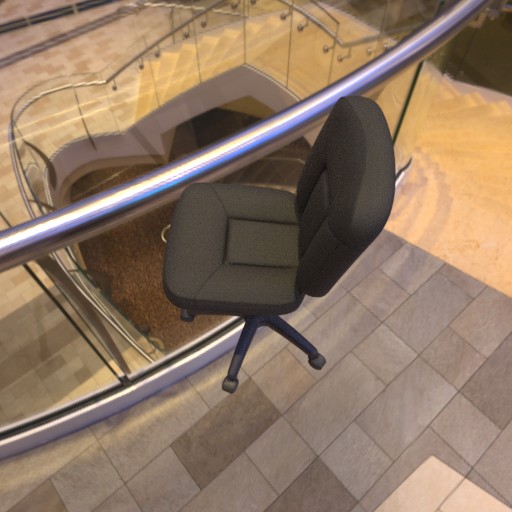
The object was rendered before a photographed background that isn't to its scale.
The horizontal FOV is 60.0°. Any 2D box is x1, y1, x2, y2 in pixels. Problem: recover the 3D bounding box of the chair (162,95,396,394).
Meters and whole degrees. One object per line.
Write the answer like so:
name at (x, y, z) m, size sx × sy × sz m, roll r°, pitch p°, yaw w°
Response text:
chair at (0.000, 0.000, 1.386) m, size 0.610 × 0.972 × 0.610 m, roll 2°, pitch 57°, yaw 2°
